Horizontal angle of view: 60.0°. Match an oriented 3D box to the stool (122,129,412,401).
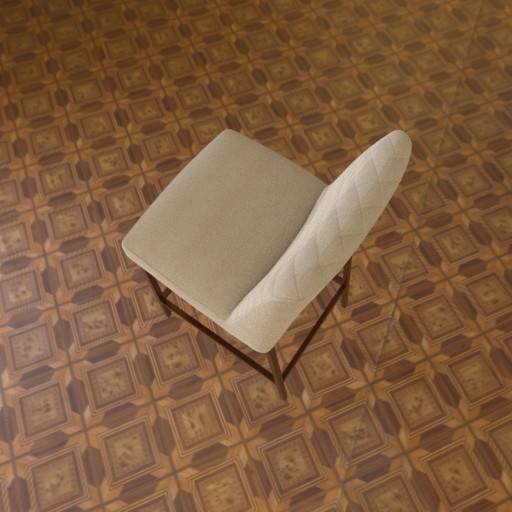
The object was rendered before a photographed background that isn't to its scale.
[{"bbox_3d":[0.000,0.000,1.321,0.576,0.973,0.507,32,69,14],"label":"stool"}]
